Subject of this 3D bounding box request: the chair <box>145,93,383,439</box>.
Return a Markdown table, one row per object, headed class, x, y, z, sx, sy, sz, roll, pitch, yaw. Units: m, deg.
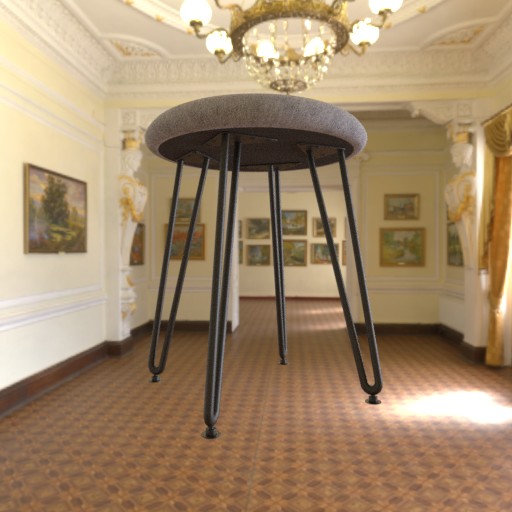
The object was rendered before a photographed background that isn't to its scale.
| class | x | y | z | sx | sy | sz | roll | pitch | yaw |
| --- | --- | --- | --- | --- | --- | --- | --- | --- | --- |
| chair | 0.000 | 0.000 | 0.635 | 0.350 | 0.386 | 0.350 | 0 | 0 | 17 |
